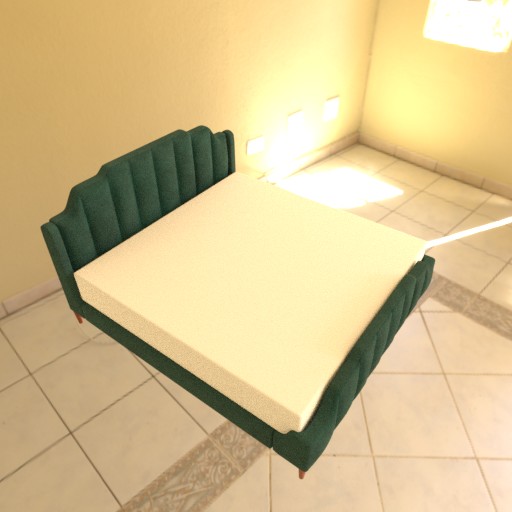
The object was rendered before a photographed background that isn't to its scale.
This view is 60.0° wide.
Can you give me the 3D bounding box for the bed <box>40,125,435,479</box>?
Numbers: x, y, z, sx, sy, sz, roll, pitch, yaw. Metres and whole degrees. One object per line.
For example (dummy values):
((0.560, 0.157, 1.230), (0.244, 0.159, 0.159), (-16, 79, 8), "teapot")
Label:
((0.000, 0.000, 3.522), (2.340, 1.245, 2.074), (25, 45, 27), "bed")
